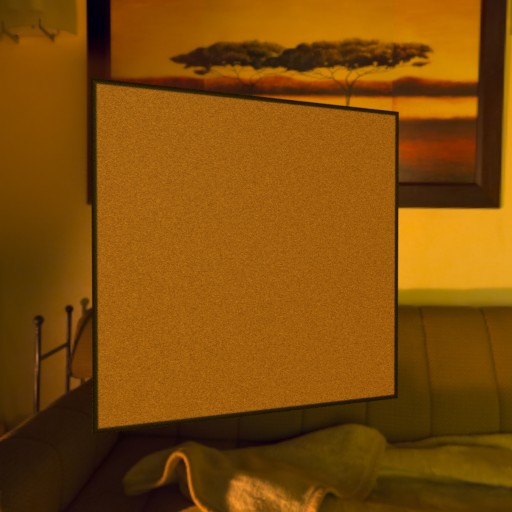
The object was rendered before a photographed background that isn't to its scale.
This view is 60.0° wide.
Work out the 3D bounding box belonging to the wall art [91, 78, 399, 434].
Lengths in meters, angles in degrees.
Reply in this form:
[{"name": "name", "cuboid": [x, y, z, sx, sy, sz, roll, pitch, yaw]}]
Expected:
[{"name": "wall art", "cuboid": [0.000, 0.000, 0.440, 0.304, 0.303, 0.037, 0, 1, -18]}]
